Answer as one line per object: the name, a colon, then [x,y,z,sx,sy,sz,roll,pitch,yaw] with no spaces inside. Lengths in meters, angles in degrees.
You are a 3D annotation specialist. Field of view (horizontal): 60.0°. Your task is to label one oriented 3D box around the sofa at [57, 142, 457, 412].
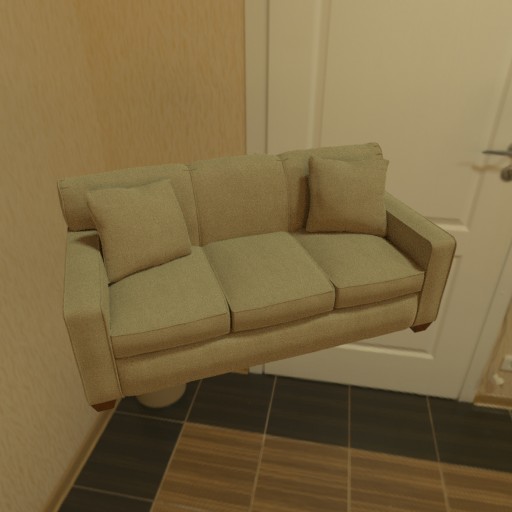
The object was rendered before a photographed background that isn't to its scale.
sofa: [0.000,0.000,2.569,2.024,0.958,0.997,-10,32,-16]
